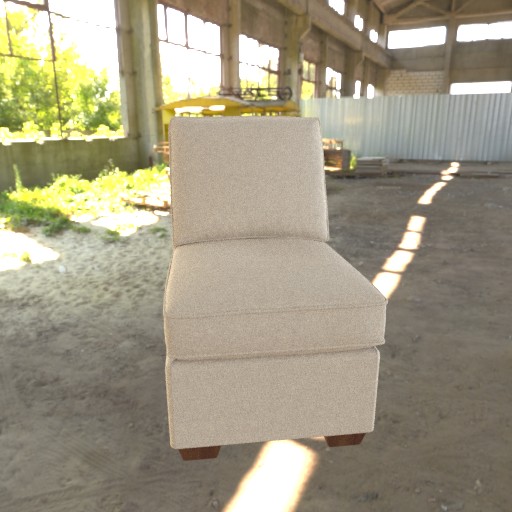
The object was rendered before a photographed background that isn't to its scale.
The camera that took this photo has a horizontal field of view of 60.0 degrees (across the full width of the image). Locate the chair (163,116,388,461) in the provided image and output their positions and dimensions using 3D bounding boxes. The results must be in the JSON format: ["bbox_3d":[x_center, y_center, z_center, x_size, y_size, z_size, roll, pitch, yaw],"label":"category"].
[{"bbox_3d":[0.000,0.000,1.572,0.621,0.970,0.938,-2,16,-7],"label":"chair"}]
